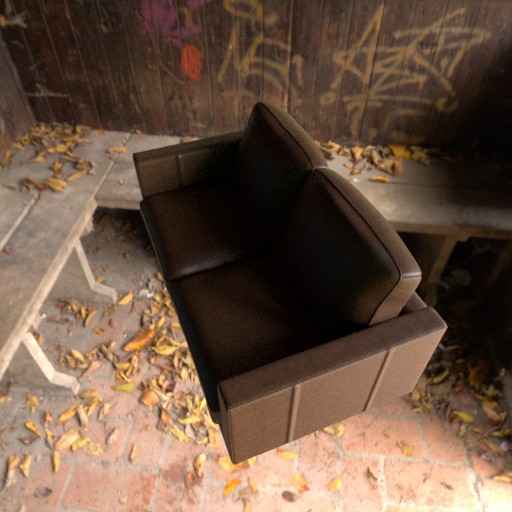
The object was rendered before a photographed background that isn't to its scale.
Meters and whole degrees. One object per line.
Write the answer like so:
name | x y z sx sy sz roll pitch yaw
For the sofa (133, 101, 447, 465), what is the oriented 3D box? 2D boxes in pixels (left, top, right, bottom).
sofa | 0.000 0.000 2.180 0.909 0.951 1.578 -16 49 -15
